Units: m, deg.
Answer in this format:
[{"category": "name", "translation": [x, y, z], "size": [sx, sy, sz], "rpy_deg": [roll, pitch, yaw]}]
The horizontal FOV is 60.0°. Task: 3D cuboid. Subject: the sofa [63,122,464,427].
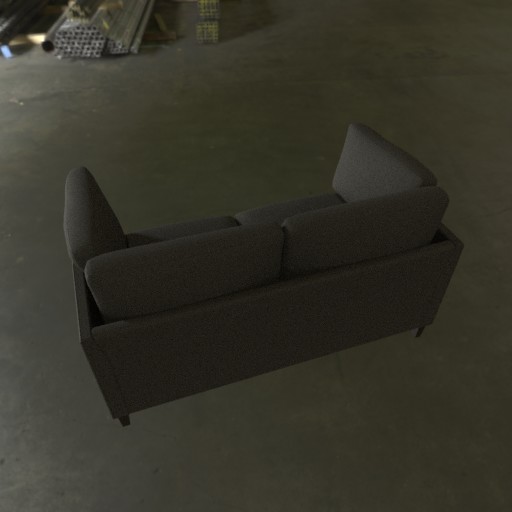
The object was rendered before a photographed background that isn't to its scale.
[{"category": "sofa", "translation": [0.000, 0.000, 2.317], "size": [1.751, 0.920, 0.969], "rpy_deg": [-13, 43, -14]}]
